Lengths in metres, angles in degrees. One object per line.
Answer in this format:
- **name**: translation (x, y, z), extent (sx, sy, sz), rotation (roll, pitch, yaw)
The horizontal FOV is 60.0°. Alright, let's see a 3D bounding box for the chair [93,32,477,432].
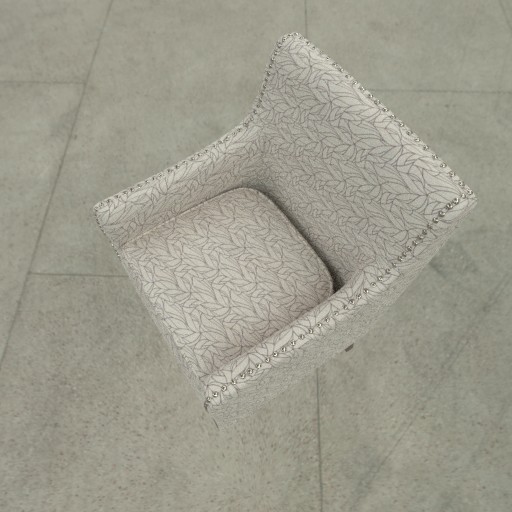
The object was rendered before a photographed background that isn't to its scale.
- **chair**: translation (0.000, 0.000, 1.233), extent (0.651, 0.816, 0.623), rotation (-30, 66, -15)
